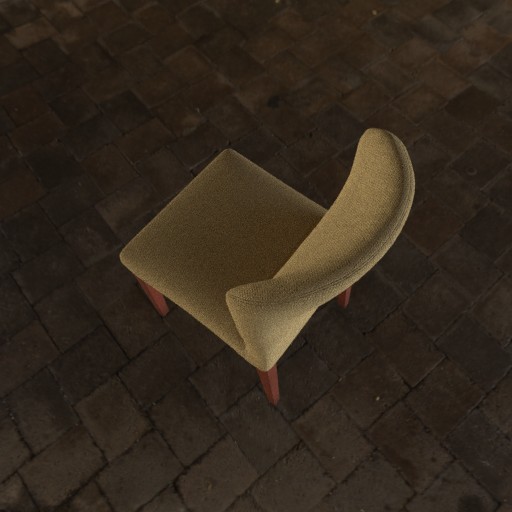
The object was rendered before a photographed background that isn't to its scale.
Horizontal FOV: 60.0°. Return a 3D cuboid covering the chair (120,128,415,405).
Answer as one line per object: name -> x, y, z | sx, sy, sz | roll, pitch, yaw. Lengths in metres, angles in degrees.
chair -> 0.000, 0.000, 1.194 | 0.589, 0.839, 0.491 | 34, 68, 16
